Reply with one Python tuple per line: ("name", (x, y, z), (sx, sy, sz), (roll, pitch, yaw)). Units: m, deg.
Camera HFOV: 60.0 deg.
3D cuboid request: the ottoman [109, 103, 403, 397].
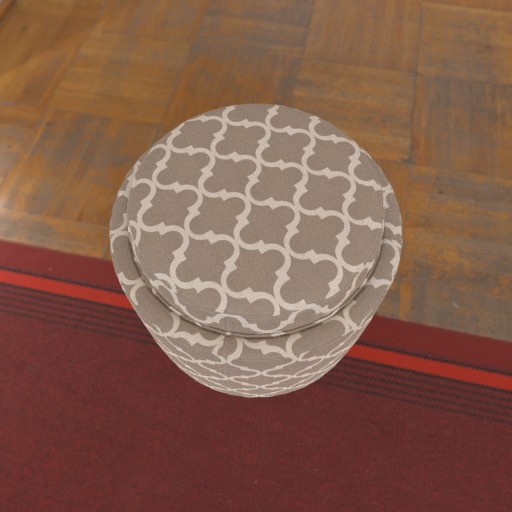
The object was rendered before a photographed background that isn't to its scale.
("ottoman", (0.000, 0.000, 0.845), (0.480, 0.429, 0.480), (0, 63, 0))
